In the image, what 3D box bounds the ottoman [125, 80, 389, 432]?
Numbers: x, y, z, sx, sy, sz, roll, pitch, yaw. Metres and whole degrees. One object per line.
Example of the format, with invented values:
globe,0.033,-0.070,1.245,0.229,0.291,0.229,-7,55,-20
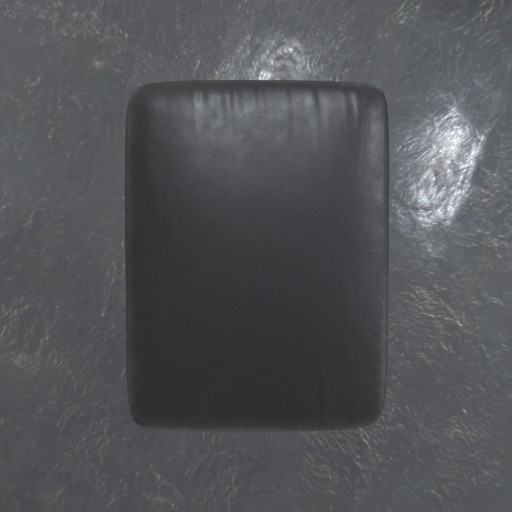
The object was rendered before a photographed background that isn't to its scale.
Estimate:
ottoman,0.000,0.000,1.087,0.570,0.402,0.764,0,92,-1
